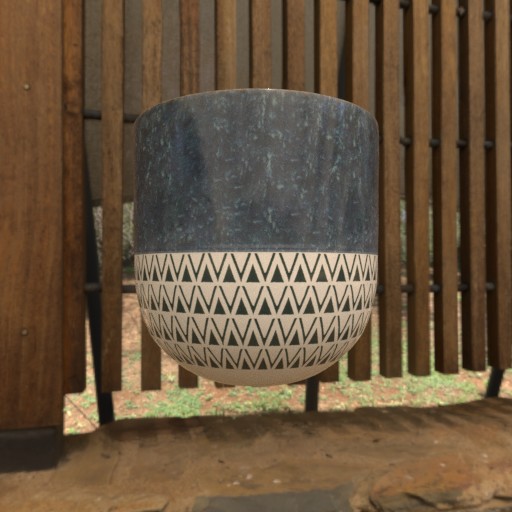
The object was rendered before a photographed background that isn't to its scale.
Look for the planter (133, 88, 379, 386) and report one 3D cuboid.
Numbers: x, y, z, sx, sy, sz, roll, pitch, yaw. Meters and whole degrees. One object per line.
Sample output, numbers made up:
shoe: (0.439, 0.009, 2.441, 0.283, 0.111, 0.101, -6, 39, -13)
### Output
planter: (0.000, 0.000, 0.494, 0.266, 0.270, 0.266, 0, -2, 0)
